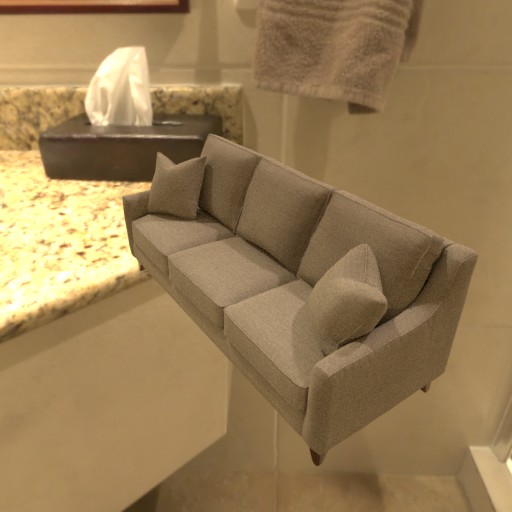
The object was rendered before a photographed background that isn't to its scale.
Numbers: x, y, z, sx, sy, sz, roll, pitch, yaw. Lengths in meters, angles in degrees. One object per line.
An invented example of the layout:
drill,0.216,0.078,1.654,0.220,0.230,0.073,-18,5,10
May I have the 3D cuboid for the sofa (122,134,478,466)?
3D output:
sofa,0.000,0.000,2.509,0.865,0.914,2.031,-20,36,-30
